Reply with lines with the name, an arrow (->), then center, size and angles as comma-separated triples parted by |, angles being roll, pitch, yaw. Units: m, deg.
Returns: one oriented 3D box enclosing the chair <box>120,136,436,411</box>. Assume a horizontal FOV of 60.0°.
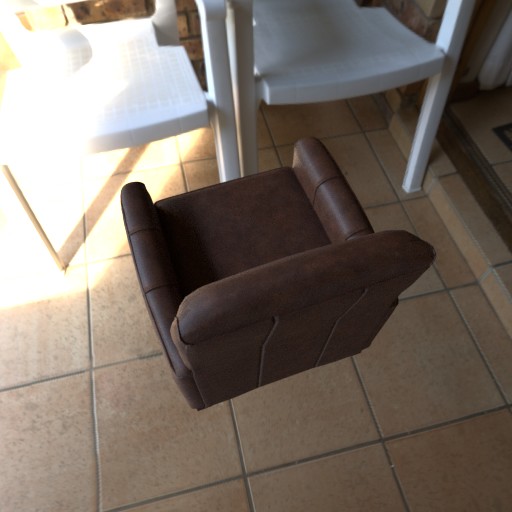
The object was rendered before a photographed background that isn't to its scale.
chair -> 0.000, 0.000, 1.615 | 0.839, 1.010, 0.850 | -17, 60, -10
